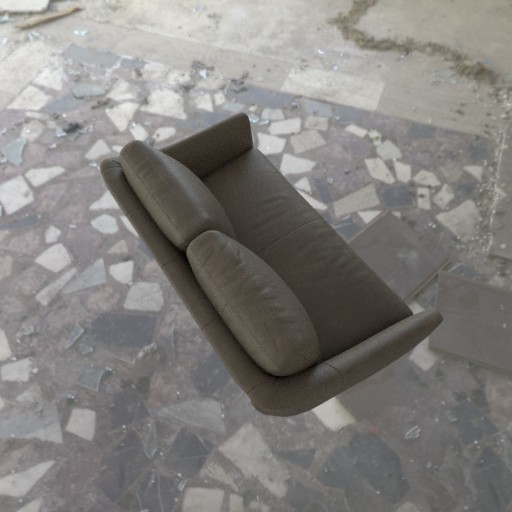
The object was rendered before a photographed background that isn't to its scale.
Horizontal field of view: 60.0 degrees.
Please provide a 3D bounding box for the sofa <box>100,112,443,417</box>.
[{"bbox_3d":[0.000,0.000,2.277,0.960,0.902,1.619,-30,63,-17],"label":"sofa"}]
